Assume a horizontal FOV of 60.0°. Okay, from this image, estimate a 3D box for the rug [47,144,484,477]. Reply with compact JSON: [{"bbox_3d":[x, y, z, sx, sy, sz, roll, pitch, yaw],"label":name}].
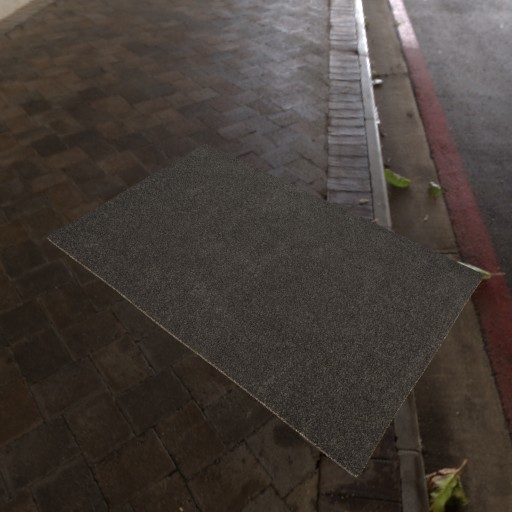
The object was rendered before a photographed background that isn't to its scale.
[{"bbox_3d":[0.000,0.000,2.806,2.350,0.025,1.502,30,52,27],"label":"rug"}]
